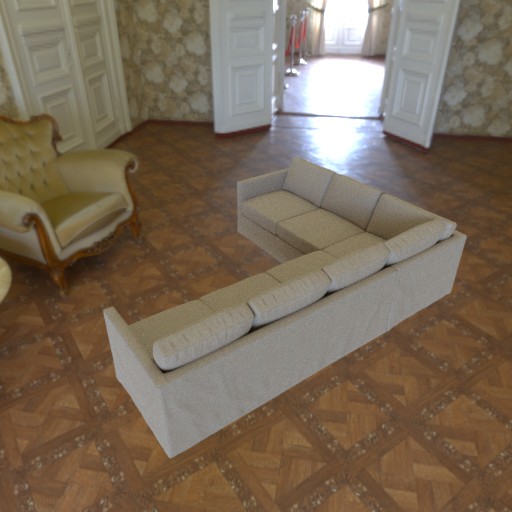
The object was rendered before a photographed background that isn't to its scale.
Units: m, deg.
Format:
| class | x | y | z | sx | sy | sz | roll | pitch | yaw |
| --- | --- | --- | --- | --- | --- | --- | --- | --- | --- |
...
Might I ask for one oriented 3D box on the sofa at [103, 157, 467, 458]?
| class | x | y | z | sx | sy | sz | roll | pitch | yaw |
| --- | --- | --- | --- | --- | --- | --- | --- | --- | --- |
| sofa | 0.000 | 0.000 | 4.322 | 3.182 | 0.871 | 2.432 | -21 | 37 | -30 |
